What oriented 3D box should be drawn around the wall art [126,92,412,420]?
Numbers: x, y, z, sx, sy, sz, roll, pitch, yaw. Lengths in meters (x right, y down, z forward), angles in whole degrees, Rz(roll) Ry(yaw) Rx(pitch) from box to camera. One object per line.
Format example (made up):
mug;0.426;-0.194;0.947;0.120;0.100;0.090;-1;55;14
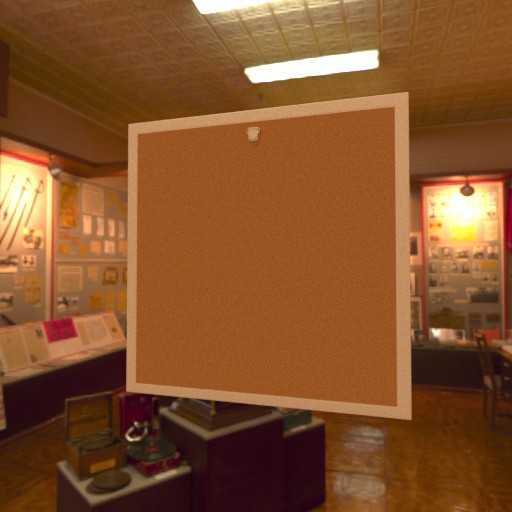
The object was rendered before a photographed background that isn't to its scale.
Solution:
wall art;0.000;0.000;1.159;0.761;0.762;0.050;0;-2;18
